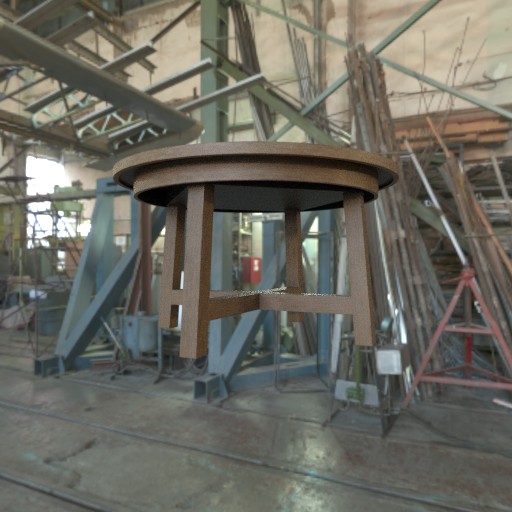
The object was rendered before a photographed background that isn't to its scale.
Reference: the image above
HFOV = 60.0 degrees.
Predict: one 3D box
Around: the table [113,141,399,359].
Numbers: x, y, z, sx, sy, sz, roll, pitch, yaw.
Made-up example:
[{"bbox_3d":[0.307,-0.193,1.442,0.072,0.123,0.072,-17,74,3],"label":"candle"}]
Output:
[{"bbox_3d":[0.000,0.000,2.145,1.319,0.762,1.319,0,0,0],"label":"table"}]
